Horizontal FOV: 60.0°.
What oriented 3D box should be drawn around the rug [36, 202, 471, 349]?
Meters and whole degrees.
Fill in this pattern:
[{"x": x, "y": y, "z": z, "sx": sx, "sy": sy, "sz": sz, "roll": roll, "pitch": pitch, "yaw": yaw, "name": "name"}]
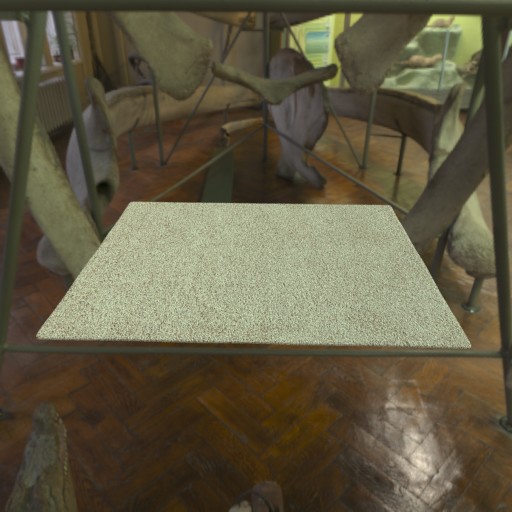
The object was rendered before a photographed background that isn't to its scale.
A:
[{"x": 0.000, "y": 0.000, "z": 4.133, "sx": 3.047, "sy": 0.029, "sz": 2.438, "roll": 1, "pitch": 30, "yaw": 2, "name": "rug"}]
